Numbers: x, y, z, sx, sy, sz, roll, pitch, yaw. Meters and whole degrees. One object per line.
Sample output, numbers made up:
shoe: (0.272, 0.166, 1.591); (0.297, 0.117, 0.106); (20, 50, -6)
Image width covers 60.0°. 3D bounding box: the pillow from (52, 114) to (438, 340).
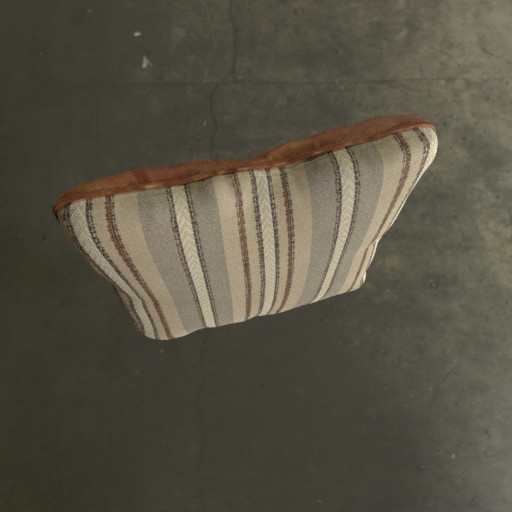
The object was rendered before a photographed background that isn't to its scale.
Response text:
pillow: (0.000, 0.000, 0.735); (0.489, 0.490, 0.130); (-13, 64, -6)
